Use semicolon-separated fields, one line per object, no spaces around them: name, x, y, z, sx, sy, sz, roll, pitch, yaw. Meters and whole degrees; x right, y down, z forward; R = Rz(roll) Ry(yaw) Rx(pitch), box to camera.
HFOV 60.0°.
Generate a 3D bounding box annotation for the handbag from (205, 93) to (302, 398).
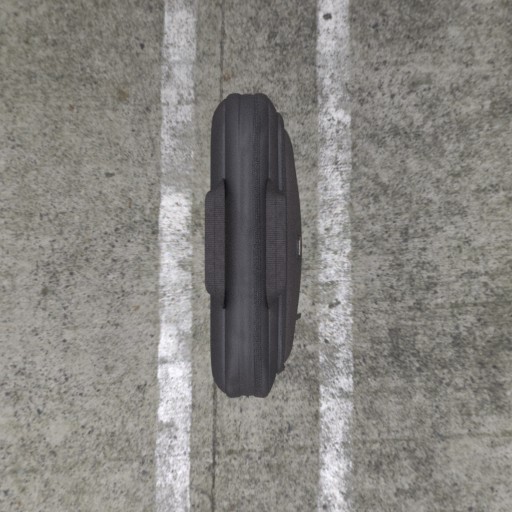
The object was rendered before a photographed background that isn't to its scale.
handbag;0.000;0.000;0.435;0.089;0.244;0.320;0;89;0
